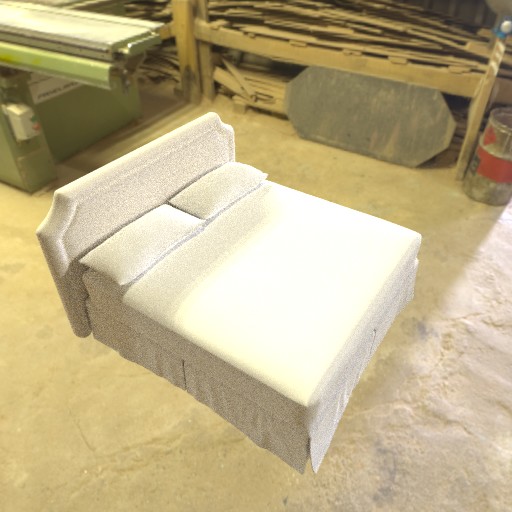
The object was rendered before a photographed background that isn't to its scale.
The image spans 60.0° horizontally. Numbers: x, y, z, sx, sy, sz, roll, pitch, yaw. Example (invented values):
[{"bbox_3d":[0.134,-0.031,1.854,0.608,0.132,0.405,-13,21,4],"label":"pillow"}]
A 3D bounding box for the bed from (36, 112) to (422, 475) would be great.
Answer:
[{"bbox_3d":[0.000,0.000,3.484,2.204,1.301,2.160,23,45,26],"label":"bed"}]
